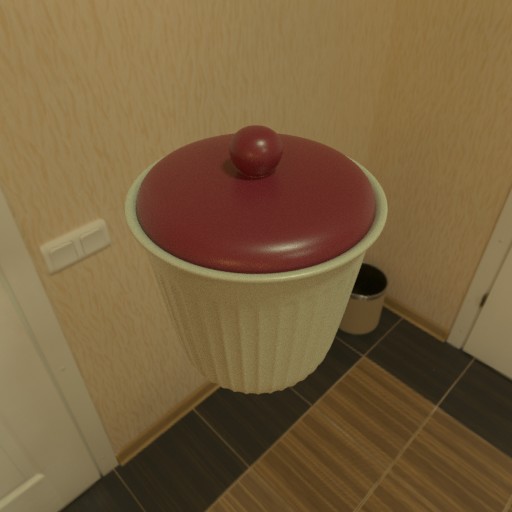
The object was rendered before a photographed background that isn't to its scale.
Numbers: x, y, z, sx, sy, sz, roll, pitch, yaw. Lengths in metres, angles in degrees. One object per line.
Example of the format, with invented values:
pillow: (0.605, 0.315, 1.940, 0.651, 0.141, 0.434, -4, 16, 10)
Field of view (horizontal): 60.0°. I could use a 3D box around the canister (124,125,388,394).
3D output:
canister: (0.000, 0.000, 0.350, 0.181, 0.211, 0.181, 0, 40, 0)
